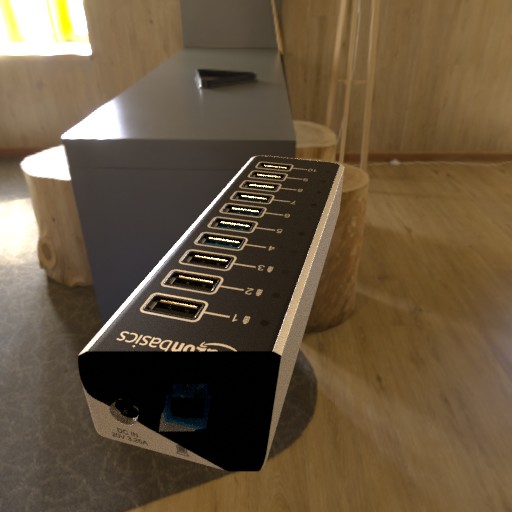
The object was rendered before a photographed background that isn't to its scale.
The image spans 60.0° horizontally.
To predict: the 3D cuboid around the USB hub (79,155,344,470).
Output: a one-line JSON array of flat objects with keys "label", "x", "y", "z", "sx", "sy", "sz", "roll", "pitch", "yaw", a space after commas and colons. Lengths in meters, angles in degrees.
[{"label": "USB hub", "x": 0.000, "y": 0.000, "z": 0.156, "sx": 0.044, "sy": 0.023, "sz": 0.145, "roll": 9, "pitch": 33, "yaw": 14}]
